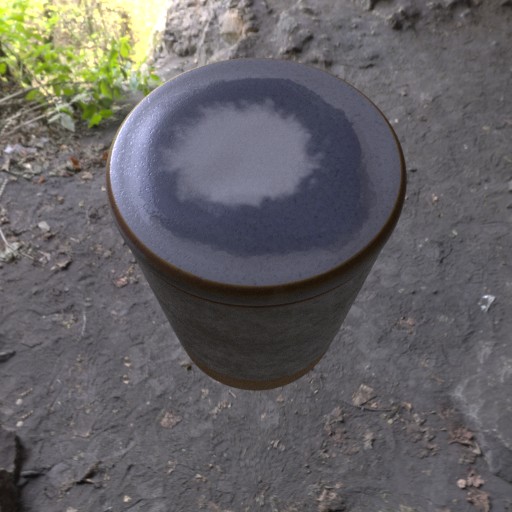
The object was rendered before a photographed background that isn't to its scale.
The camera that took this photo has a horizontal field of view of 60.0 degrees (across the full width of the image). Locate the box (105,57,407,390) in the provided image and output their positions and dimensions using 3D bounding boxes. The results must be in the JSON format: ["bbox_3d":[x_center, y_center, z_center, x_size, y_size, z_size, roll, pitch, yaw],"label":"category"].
[{"bbox_3d":[0.000,0.000,0.245,0.118,0.168,0.118,0,62,0],"label":"box"}]
